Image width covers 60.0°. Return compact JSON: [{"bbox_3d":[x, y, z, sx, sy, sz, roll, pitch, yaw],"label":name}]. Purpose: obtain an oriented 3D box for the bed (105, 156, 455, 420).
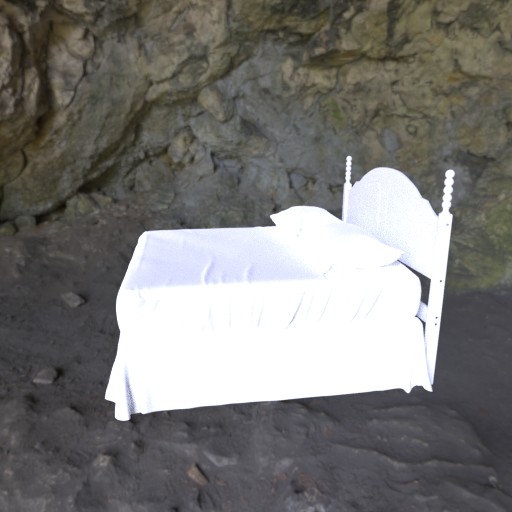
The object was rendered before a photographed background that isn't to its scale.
[{"bbox_3d":[0.000,0.000,3.282,2.040,1.356,1.873,-2,16,-9],"label":"bed"}]
